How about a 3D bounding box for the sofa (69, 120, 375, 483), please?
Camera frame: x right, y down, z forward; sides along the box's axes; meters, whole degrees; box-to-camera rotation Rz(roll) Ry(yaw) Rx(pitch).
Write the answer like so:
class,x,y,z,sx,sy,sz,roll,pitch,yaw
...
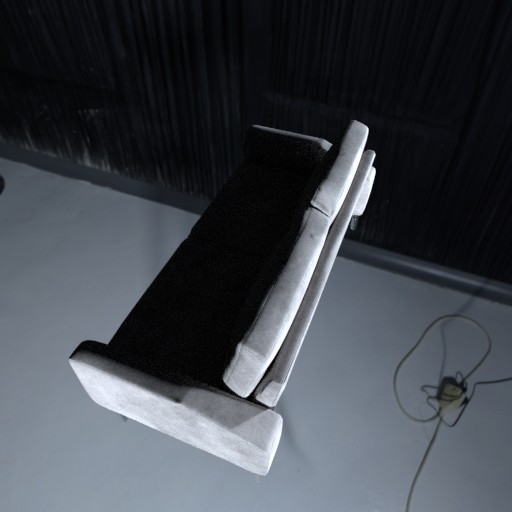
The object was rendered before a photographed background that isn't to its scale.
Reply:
class,x,y,z,sx,sy,sz,roll,pitch,yaw
sofa,0.000,0.000,2.279,0.849,0.859,1.837,17,49,15
